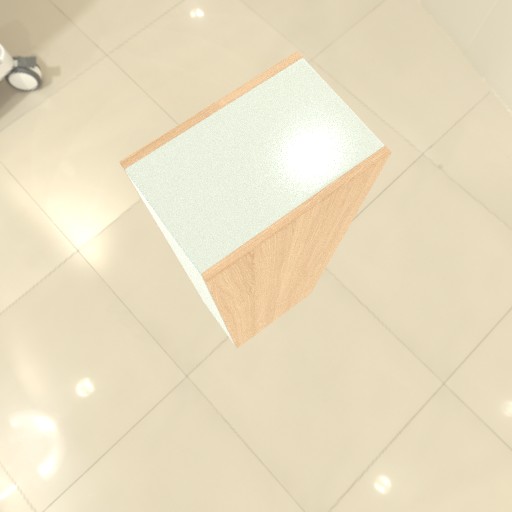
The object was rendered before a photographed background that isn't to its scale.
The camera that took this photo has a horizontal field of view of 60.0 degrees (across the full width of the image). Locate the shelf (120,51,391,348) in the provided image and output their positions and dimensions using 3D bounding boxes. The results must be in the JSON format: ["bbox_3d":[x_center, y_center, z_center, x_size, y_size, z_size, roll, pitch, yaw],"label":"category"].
[{"bbox_3d":[0.000,0.000,0.990,0.290,0.882,0.197,-35,76,-10],"label":"shelf"}]
